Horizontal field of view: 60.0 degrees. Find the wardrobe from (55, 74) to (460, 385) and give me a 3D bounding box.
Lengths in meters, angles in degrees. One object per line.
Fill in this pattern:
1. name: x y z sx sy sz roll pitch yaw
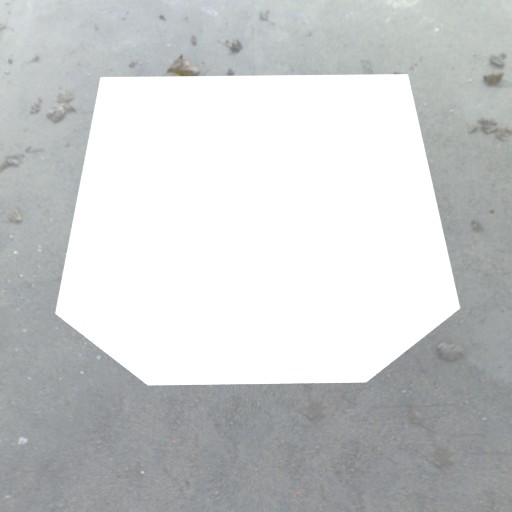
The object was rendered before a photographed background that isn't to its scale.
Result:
1. wardrobe: 0.000 0.000 0.867 0.500 0.520 0.400 -1 64 0
